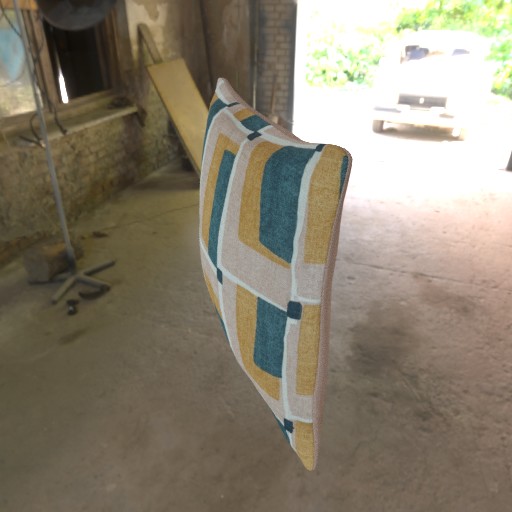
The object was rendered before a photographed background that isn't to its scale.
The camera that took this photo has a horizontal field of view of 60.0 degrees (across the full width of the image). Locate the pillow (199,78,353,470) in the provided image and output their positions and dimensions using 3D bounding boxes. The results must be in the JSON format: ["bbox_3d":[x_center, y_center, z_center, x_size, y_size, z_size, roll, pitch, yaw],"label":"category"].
[{"bbox_3d":[0.000,0.000,0.717,0.158,0.479,0.478,-9,31,-16],"label":"pillow"}]
